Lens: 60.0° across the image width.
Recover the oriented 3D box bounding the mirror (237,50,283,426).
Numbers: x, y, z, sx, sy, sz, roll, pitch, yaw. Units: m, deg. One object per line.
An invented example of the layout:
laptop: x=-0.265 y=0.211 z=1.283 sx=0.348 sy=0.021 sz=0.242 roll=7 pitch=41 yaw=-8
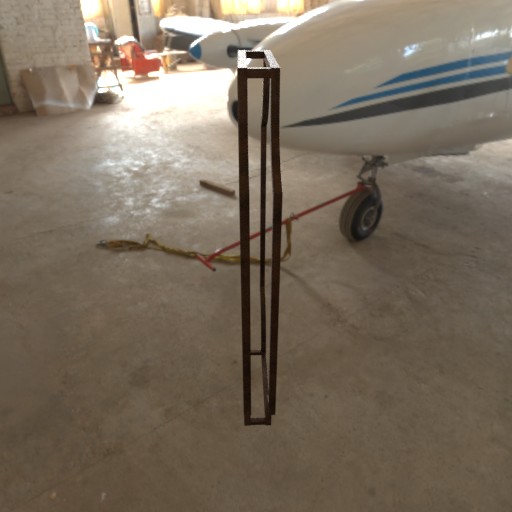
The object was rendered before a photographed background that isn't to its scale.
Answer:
mirror: x=0.000 y=0.000 z=0.987 sx=0.066 sy=0.811 sz=0.462 roll=-1 pitch=30 yaw=-2
